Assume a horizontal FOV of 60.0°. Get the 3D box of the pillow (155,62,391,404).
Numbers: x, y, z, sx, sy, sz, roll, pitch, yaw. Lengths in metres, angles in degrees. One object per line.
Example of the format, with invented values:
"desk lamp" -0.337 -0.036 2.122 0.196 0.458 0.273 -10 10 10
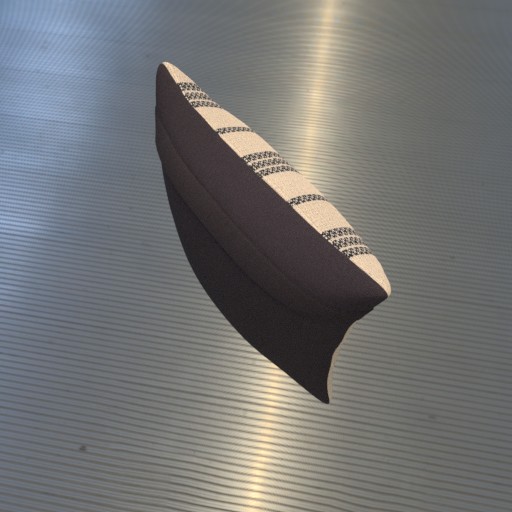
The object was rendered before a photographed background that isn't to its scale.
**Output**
"pillow" 0.000 0.000 0.643 0.173 0.406 0.405 -32 64 -18
